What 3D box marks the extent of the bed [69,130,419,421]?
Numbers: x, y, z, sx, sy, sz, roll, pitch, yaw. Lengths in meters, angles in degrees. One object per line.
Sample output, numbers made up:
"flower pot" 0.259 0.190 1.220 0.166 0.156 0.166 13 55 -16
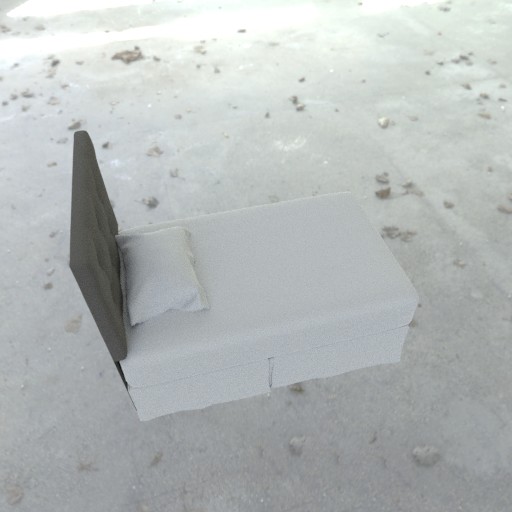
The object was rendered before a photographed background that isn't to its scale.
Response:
"bed" 0.000 0.000 3.023 1.997 1.571 1.261 -11 48 -10
